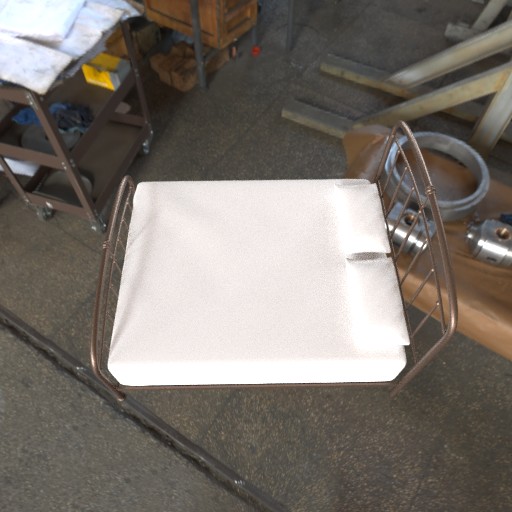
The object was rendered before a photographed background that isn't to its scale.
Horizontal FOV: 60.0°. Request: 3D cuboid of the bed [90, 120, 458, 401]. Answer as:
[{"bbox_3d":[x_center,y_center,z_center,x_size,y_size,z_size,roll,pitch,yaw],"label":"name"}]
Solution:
[{"bbox_3d":[0.000,0.000,3.265,2.168,1.475,1.711,-1,58,-1],"label":"bed"}]
